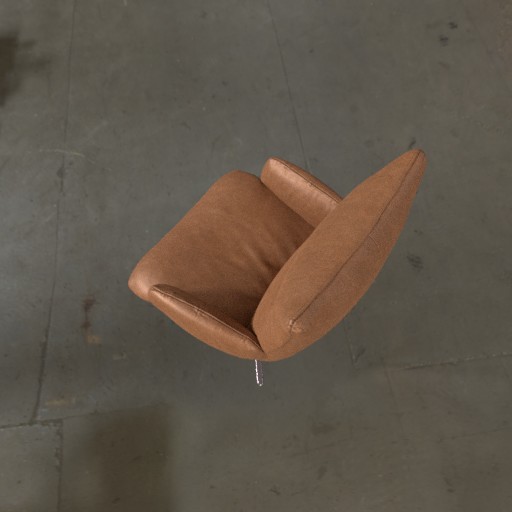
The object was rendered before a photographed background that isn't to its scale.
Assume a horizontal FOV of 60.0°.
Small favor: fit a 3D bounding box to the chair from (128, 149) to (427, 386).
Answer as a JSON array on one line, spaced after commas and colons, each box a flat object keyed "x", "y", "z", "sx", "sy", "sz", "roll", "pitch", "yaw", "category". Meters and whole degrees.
[{"x": 0.000, "y": 0.000, "z": 1.587, "sx": 0.794, "sy": 1.027, "sz": 0.711, "roll": 34, "pitch": 68, "yaw": 16, "category": "chair"}]
